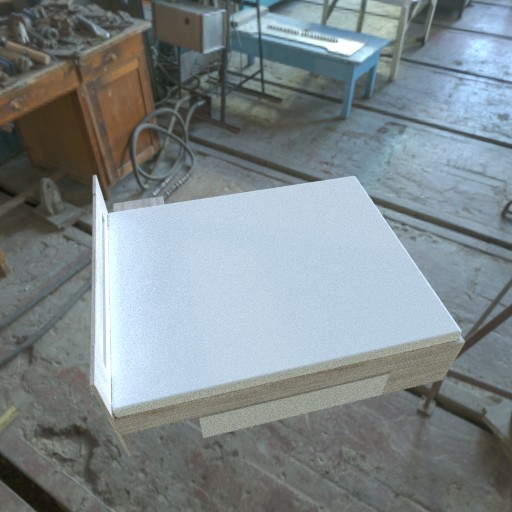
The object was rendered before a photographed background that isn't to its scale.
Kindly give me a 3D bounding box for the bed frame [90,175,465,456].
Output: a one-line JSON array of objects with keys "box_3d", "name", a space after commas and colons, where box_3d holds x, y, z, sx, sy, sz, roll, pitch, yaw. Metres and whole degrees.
[{"box_3d": [0.000, 0.000, 3.166, 2.050, 0.860, 2.040, -10, 46, -10], "name": "bed frame"}]
